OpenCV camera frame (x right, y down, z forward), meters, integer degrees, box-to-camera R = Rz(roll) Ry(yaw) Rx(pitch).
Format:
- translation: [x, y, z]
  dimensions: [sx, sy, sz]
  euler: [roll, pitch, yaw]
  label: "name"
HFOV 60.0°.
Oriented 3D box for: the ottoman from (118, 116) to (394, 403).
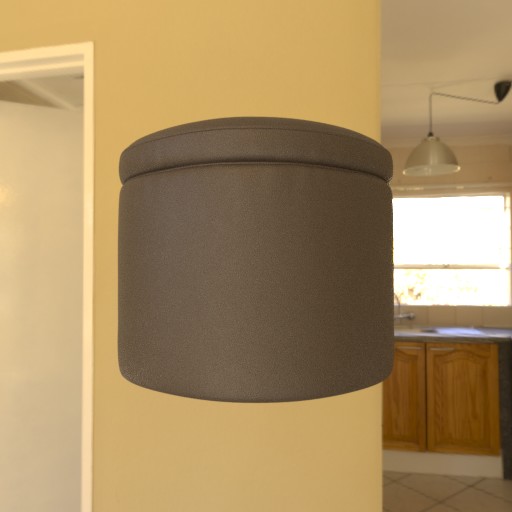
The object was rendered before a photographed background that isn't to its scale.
- translation: [0.000, 0.000, 0.839]
  dimensions: [0.500, 0.409, 0.500]
  euler: [0, -2, 0]
  label: "ottoman"
